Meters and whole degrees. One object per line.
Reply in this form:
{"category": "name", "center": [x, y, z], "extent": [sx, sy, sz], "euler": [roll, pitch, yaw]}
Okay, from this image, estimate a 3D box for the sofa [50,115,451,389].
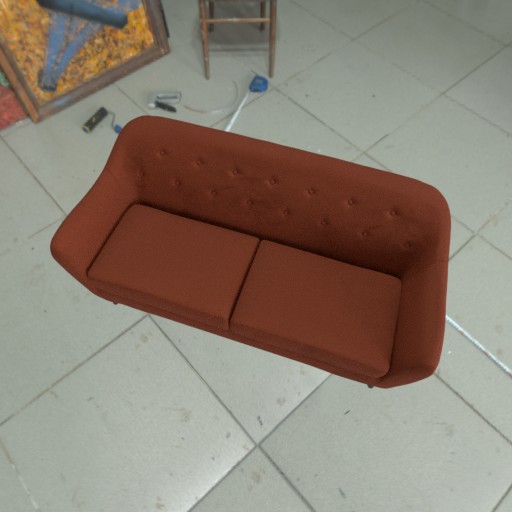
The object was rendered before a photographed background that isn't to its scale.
{"category": "sofa", "center": [0.000, 0.000, 2.285], "extent": [1.840, 0.836, 0.820], "euler": [16, 61, 9]}
